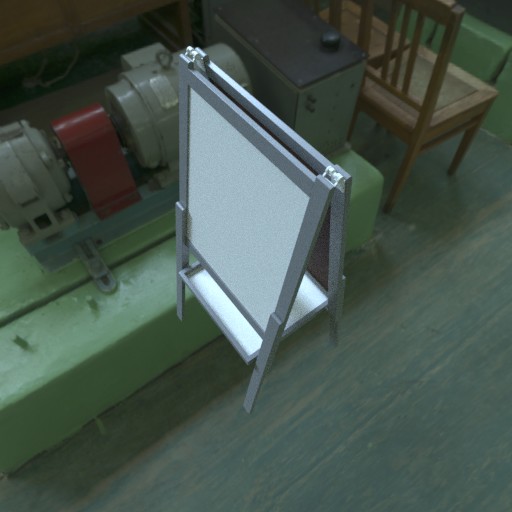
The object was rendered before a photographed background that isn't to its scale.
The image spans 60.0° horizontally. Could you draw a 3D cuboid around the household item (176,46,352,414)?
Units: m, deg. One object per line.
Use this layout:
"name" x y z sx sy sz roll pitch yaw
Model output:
"household item" 0.000 0.000 1.427 0.469 1.172 0.531 -32 62 -19
